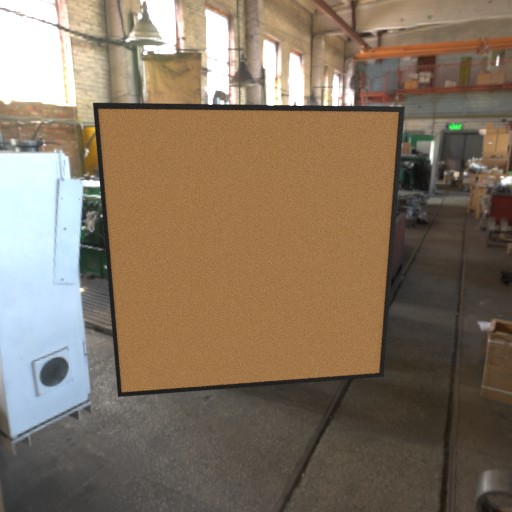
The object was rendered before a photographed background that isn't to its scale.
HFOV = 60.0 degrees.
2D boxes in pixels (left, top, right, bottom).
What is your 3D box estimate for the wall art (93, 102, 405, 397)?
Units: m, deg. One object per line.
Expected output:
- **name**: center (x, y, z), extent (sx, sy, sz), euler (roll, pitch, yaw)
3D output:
- **wall art**: center (0.000, 0.000, 1.024), extent (0.664, 0.663, 0.015), euler (-2, 14, -8)
